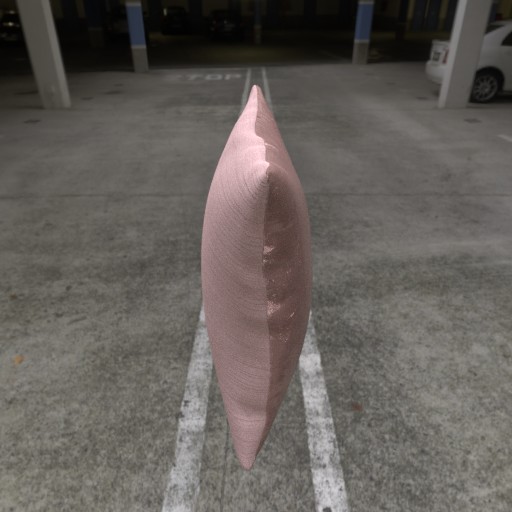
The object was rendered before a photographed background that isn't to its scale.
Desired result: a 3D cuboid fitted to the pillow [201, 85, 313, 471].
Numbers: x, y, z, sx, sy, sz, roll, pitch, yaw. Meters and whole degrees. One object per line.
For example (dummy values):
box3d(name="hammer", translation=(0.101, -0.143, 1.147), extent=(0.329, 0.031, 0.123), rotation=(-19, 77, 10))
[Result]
box3d(name="pillow", translation=(0.000, 0.000, 0.733), extent=(0.175, 0.464, 0.470), rotation=(0, 31, 0))
